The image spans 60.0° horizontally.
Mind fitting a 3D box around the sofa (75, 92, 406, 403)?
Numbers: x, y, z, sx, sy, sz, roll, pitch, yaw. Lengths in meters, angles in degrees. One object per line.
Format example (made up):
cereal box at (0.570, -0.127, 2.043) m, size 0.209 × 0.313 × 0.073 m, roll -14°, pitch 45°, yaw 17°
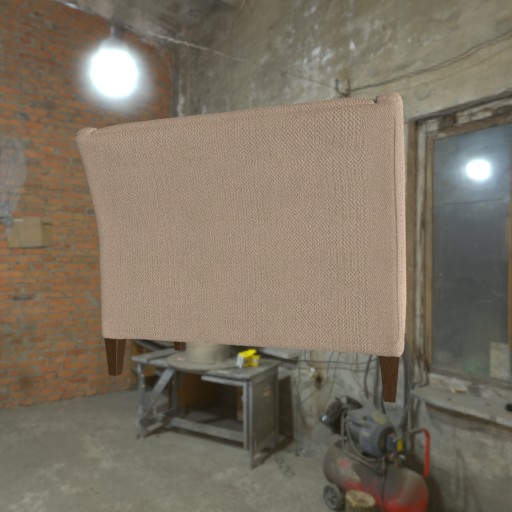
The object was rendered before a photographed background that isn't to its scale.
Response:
sofa at (0.000, 0.000, 1.938) m, size 1.242 × 1.022 × 0.870 m, roll 0°, pitch -1°, yaw 18°
